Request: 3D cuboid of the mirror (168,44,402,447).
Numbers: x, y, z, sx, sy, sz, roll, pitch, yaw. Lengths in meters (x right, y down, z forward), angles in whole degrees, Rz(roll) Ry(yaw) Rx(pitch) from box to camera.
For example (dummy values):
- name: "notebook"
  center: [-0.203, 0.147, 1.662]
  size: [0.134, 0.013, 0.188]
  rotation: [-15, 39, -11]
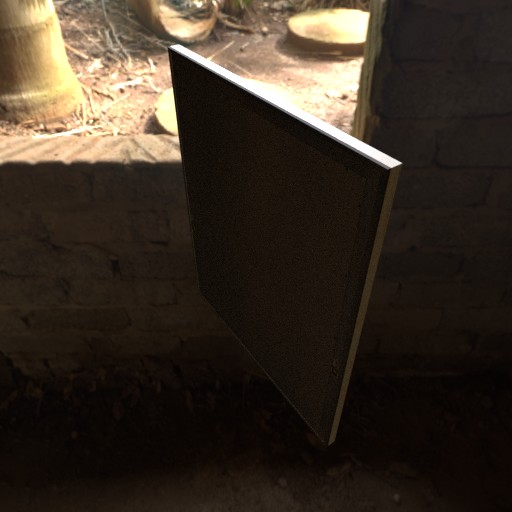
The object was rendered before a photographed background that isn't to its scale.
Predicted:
- name: "mirror"
  center: [0.000, 0.000, 1.180]
  size: [0.032, 0.882, 0.730]
  rotation: [-25, 47, -25]
